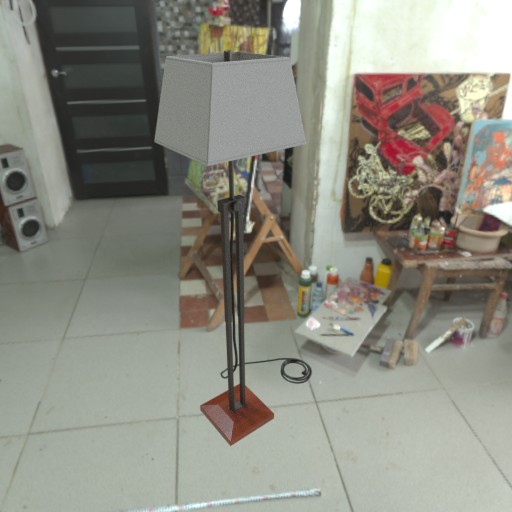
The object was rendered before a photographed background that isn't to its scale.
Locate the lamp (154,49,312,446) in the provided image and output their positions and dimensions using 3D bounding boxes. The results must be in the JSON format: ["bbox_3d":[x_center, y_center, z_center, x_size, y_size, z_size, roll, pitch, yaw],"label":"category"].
[{"bbox_3d":[0.000,0.000,1.998,0.745,1.712,0.472,-20,35,-32],"label":"lamp"}]
